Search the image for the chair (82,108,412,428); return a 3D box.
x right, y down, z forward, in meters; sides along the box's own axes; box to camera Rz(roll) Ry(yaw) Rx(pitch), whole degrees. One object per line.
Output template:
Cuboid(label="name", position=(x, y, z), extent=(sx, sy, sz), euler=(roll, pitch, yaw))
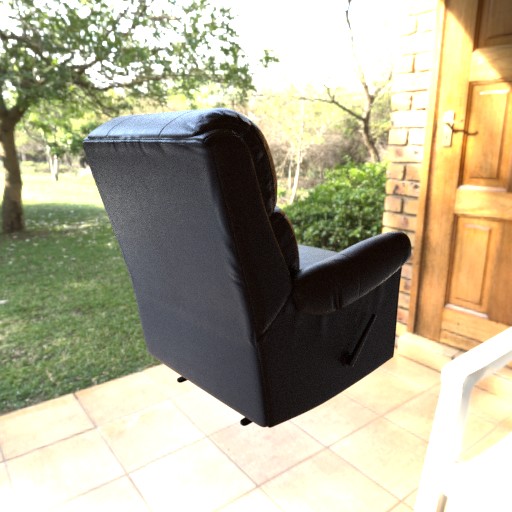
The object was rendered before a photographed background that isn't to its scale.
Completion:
Cuboid(label="chair", position=(0.000, 0.000, 1.743), extent=(1.014, 1.054, 0.838), euler=(-13, 19, -42))
